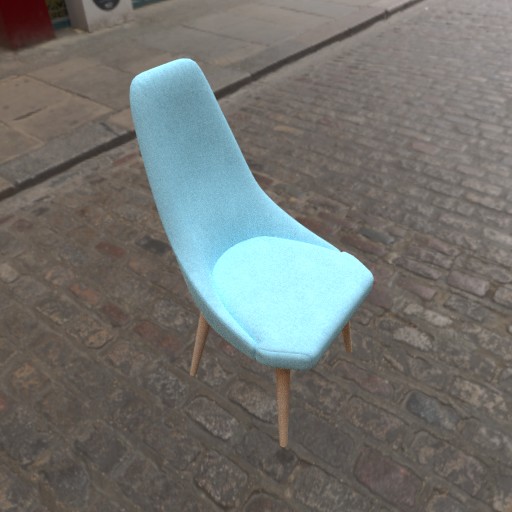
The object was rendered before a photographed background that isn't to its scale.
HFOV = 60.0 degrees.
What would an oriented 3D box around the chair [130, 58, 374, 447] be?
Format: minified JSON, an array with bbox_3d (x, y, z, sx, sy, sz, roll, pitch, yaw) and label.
[{"bbox_3d":[0.000,0.000,1.397,0.660,1.040,0.510,26,47,26],"label":"chair"}]
